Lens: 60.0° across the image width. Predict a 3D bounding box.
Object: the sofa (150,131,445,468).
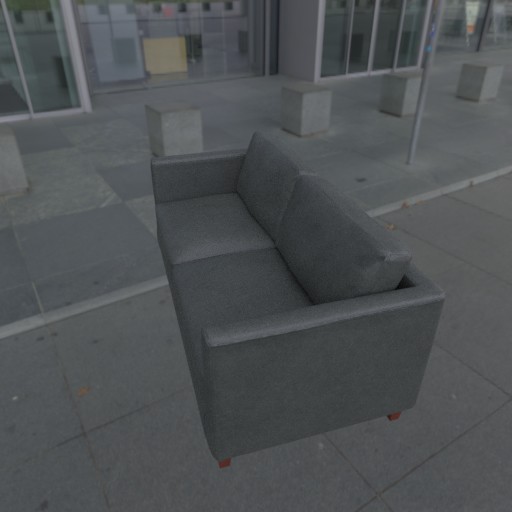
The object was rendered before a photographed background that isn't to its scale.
[{"bbox_3d":[0.000,0.000,2.436,0.951,0.933,1.883,-9,33,-14],"label":"sofa"}]
